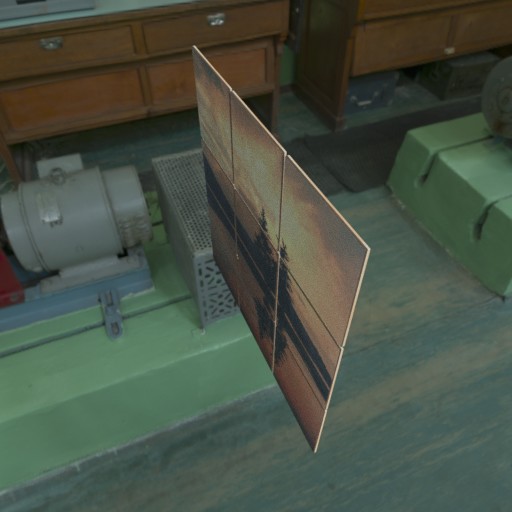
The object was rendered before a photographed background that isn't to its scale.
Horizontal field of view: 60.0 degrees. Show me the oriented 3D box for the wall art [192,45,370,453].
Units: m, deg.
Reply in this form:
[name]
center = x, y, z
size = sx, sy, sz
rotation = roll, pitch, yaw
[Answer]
[wall art]
center = 0.000, 0.000, 1.794
size = 0.013, 1.218, 1.216
rotation = -18, 49, -16
